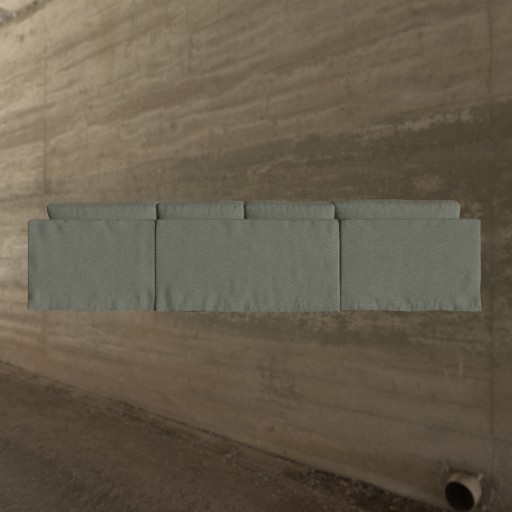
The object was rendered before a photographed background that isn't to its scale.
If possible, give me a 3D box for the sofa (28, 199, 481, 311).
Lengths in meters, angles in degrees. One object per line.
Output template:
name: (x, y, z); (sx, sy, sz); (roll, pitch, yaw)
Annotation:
sofa: (0.000, 0.000, 4.521); (3.434, 0.869, 2.440); (0, -1, 0)
